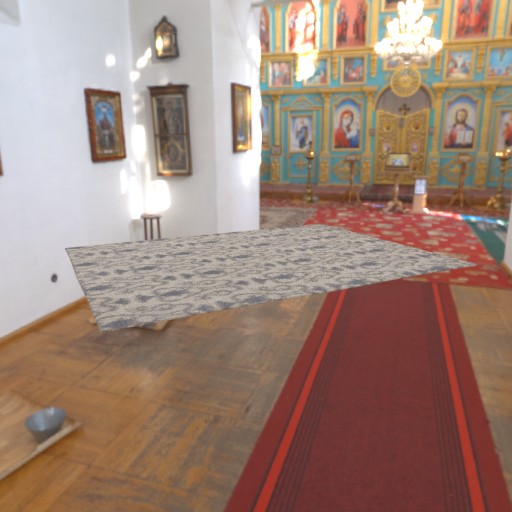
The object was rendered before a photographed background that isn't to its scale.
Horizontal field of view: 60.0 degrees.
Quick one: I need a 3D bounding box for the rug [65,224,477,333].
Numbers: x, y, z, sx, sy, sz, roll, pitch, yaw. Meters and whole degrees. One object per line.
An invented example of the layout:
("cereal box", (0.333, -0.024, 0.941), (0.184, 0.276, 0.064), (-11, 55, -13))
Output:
("rug", (0.000, 0.000, 2.986), (2.261, 0.013, 1.676), (-7, 15, -26))
